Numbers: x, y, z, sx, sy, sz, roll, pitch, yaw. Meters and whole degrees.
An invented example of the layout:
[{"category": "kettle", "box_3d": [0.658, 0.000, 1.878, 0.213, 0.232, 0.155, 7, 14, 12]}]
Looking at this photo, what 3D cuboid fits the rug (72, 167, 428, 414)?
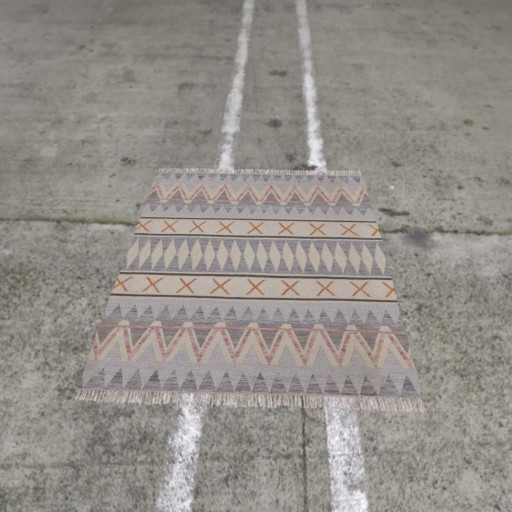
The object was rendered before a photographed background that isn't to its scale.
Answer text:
[{"category": "rug", "box_3d": [0.000, 0.000, 4.016, 2.371, 0.012, 3.000, 1, 42, 1]}]
